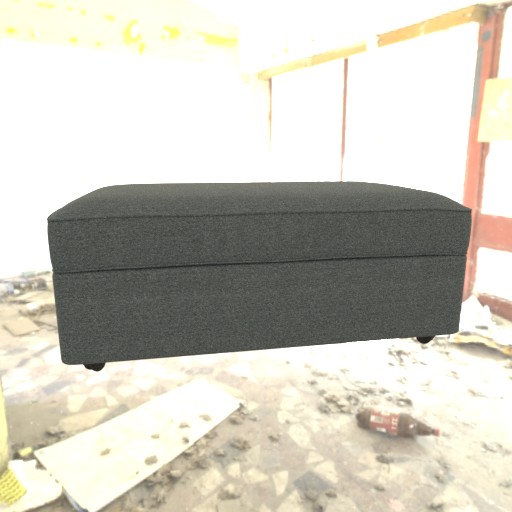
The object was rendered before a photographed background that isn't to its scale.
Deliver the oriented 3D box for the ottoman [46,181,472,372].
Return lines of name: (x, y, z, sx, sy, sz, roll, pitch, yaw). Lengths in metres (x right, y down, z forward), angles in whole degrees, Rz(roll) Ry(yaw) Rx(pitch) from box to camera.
ottoman: (0.000, 0.000, 1.527, 1.173, 0.494, 0.681, -2, 13, -10)
